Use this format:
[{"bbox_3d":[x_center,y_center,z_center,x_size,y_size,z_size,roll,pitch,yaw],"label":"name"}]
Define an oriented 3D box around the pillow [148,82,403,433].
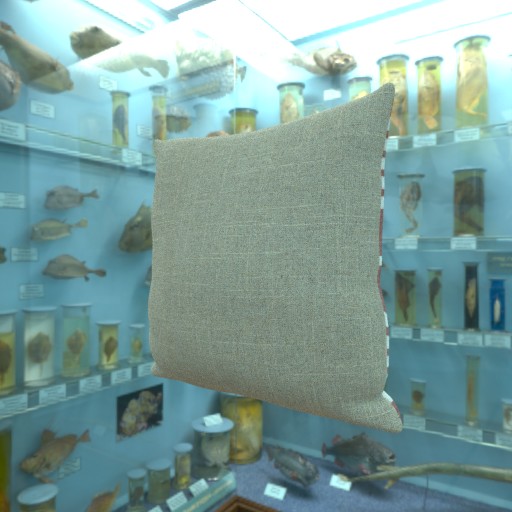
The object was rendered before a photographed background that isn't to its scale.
[{"bbox_3d":[0.000,0.000,0.664,0.439,0.427,0.182,0,0,35],"label":"pillow"}]
